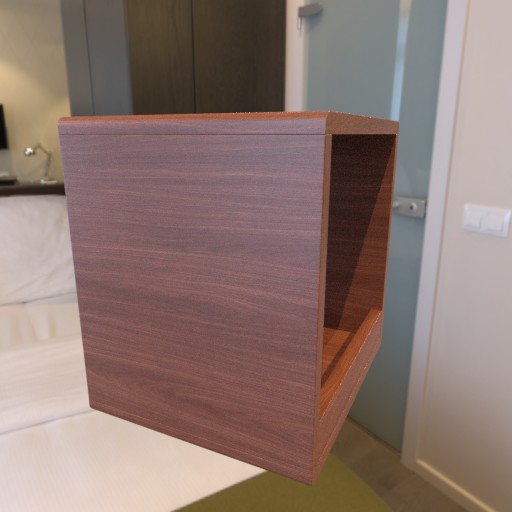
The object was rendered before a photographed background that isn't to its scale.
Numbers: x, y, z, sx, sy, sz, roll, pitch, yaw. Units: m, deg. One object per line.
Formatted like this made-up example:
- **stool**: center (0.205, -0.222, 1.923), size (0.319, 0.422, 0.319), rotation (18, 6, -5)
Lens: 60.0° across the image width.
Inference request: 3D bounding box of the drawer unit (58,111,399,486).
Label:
- **drawer unit**: center (0.000, 0.000, 0.596), size (0.290, 0.351, 0.349), rotation (7, 17, 25)
